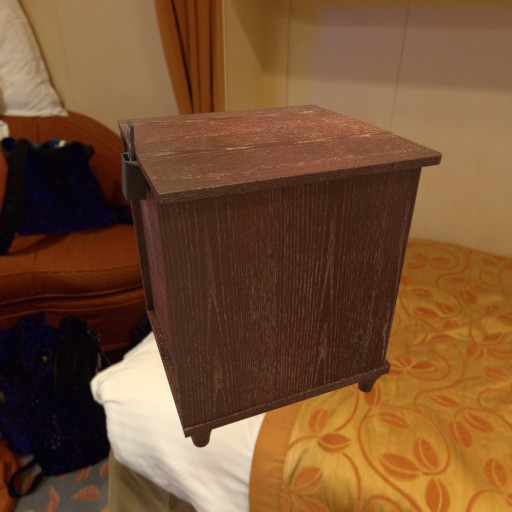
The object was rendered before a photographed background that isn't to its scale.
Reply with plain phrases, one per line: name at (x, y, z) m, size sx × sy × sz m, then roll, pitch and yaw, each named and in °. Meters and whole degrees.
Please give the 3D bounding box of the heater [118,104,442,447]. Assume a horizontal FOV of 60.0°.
heater at (0.000, 0.000, 0.759) m, size 0.400 × 0.481 × 0.362 m, roll -11°, pitch 31°, yaw -19°
